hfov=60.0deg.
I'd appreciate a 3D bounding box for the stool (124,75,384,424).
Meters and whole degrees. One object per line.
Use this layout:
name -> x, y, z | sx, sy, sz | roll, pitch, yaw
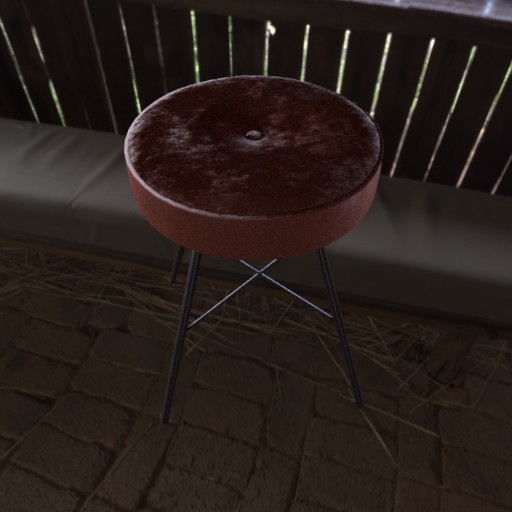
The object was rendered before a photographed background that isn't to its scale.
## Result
stool -> 0.000, 0.000, 0.908 | 0.457, 0.593, 0.421 | -3, 47, -3
